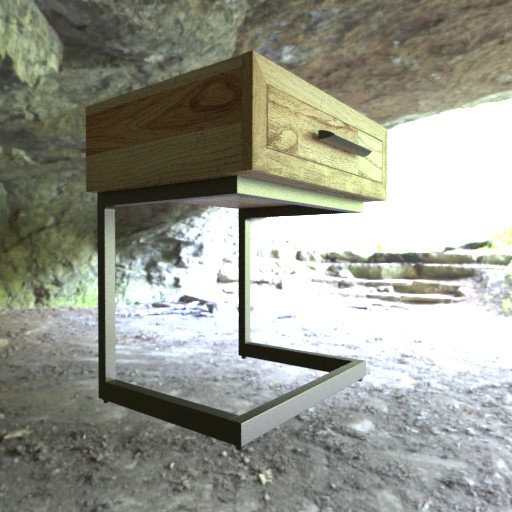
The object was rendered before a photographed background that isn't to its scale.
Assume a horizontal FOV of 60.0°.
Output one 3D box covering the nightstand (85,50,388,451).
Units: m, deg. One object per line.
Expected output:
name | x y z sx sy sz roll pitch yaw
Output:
nightstand | 0.000 0.000 1.015 0.481 0.632 0.558 1 1 37
